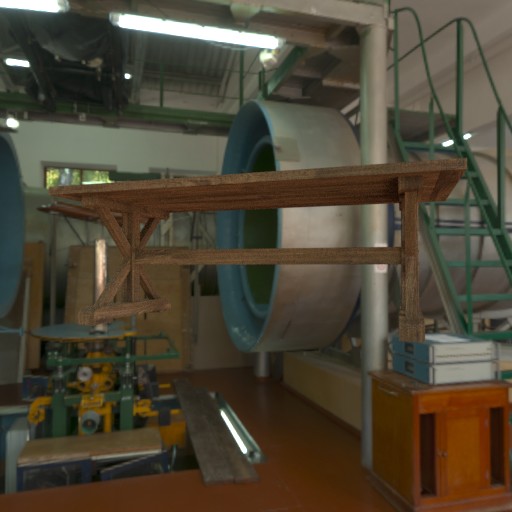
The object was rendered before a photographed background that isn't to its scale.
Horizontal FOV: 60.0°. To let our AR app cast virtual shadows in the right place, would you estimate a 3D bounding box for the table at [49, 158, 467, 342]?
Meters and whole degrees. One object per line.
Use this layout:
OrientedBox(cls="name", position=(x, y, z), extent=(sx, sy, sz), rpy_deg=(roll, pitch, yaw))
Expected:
OrientedBox(cls="table", position=(0.000, 0.000, 2.468), extent=(2.031, 0.733, 0.907), rpy_deg=(0, -1, 18))
